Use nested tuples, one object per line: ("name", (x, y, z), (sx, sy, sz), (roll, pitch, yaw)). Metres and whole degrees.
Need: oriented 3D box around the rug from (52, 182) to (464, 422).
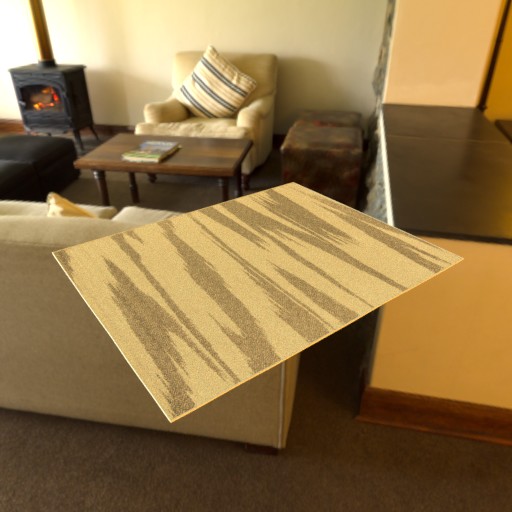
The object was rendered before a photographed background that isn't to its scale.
("rug", (0.000, 0.000, 4.029), (2.945, 0.014, 2.353), (-21, 37, -31))
